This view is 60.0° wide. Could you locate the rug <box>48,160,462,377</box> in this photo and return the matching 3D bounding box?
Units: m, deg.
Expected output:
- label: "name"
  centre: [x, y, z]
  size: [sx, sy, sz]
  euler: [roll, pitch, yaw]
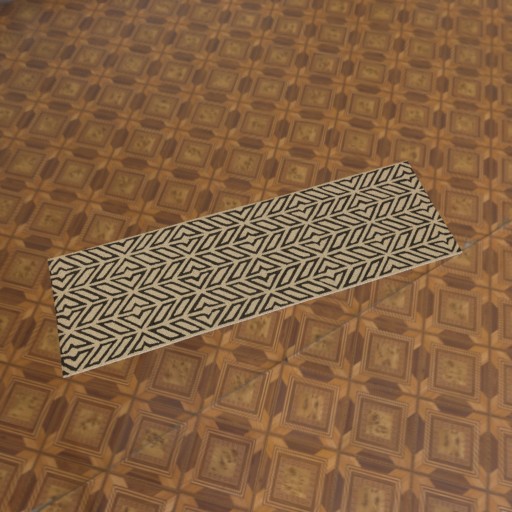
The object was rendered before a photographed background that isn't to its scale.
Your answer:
- label: "rug"
  centre: [0.000, 0.000, 2.719]
  size: [2.435, 0.009, 0.750]
  euler: [-16, 64, -8]
